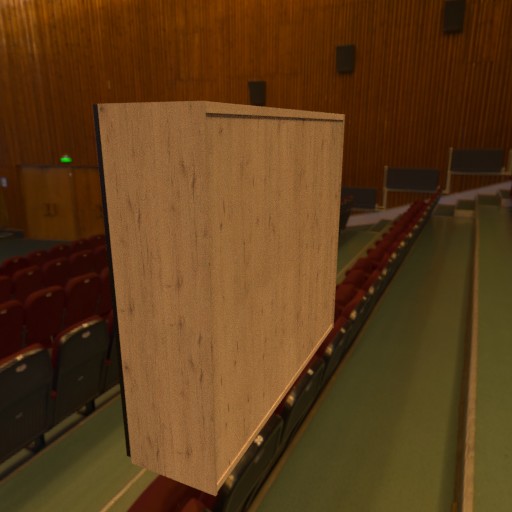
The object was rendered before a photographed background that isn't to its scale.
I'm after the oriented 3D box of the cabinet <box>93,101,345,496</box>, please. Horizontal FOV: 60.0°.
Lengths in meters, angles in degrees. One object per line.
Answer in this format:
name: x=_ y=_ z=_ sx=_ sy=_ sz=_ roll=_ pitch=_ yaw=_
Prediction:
cabinet: x=0.000 y=0.000 z=3.502 sx=0.660 sy=2.180 sz=2.500 roll=8 pitch=18 yaw=24
